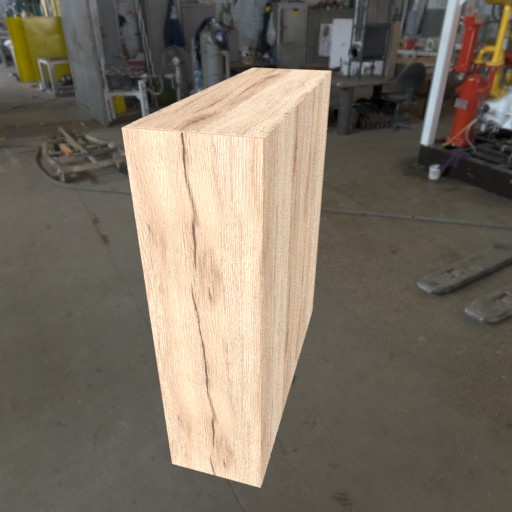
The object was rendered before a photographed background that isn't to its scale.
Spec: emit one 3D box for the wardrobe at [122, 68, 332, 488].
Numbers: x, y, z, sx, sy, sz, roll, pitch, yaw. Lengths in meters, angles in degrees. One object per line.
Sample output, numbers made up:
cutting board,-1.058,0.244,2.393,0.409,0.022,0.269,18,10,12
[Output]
wardrobe,0.000,0.000,2.923,0.580,2.070,1.810,8,31,14
